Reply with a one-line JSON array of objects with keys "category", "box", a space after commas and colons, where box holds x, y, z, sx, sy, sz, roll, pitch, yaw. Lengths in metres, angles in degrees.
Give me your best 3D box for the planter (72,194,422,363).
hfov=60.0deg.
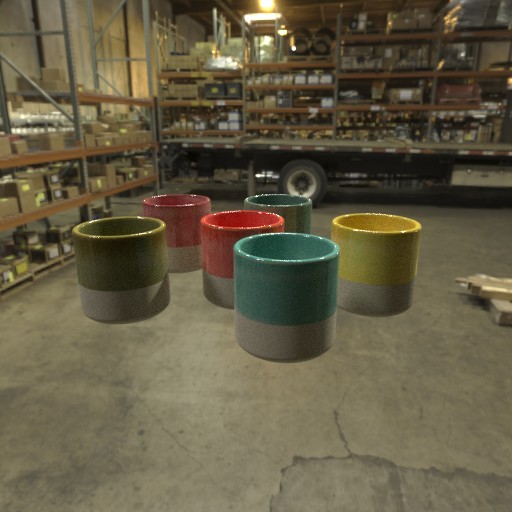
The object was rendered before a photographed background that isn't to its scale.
[{"category": "planter", "box": [0.000, 0.000, 0.415, 0.286, 0.075, 0.257, 3, 17, 9]}]
